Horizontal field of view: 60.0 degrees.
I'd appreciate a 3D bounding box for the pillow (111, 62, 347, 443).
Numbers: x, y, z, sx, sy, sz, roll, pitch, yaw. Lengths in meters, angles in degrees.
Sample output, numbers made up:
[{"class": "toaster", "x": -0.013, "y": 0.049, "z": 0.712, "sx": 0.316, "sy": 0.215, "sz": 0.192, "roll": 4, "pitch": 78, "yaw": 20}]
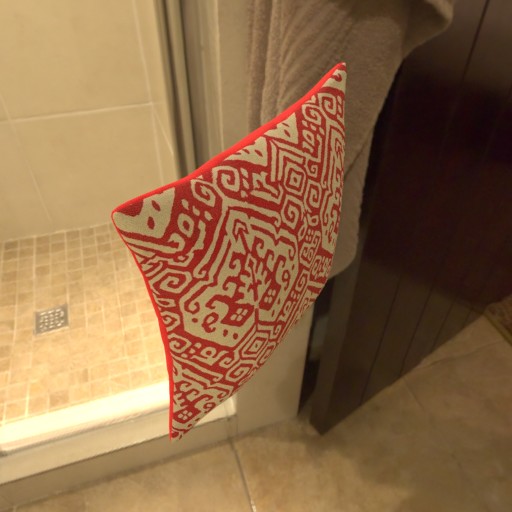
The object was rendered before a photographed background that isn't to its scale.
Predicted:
[{"class": "pillow", "x": 0.000, "y": 0.000, "z": 0.769, "sx": 0.192, "sy": 0.507, "sz": 0.522, "roll": 25, "pitch": 48, "yaw": 25}]
